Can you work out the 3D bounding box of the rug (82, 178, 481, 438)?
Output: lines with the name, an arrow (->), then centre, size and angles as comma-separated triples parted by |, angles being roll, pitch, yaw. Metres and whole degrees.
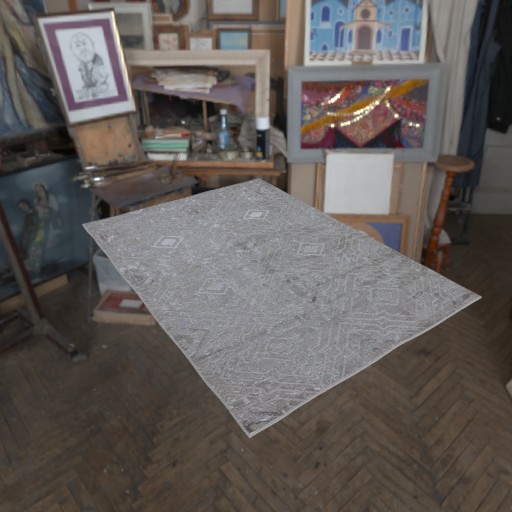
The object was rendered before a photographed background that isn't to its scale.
rug -> 0.000, 0.000, 4.418 | 2.448, 0.020, 3.359 | -20, 37, -29
